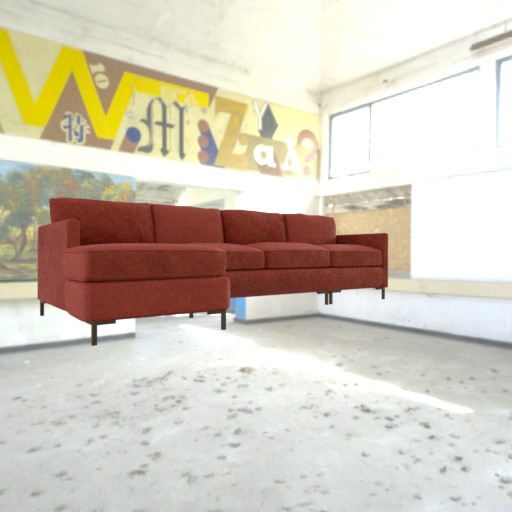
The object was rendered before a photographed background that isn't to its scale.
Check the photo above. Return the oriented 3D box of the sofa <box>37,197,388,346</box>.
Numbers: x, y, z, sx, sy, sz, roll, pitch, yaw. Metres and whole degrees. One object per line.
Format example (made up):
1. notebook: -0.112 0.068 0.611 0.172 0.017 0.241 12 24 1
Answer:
1. sofa: 0.000 0.000 3.987 3.400 0.967 1.500 0 0 -36
